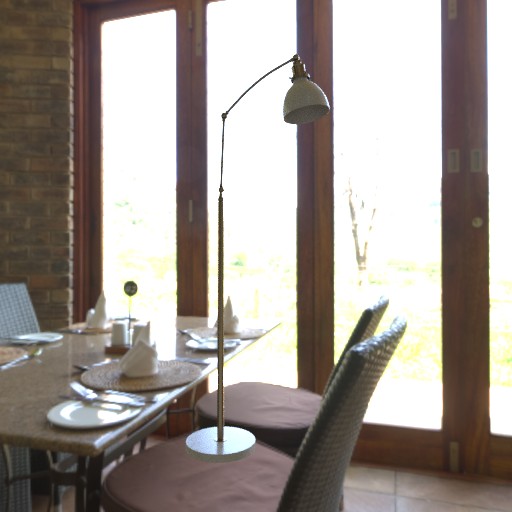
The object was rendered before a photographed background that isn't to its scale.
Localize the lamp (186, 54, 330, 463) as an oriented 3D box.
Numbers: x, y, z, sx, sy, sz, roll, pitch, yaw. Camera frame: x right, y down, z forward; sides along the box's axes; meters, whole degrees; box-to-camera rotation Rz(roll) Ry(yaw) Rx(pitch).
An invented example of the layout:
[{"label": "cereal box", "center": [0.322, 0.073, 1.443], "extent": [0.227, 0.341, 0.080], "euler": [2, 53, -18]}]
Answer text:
[{"label": "lamp", "center": [0.000, 0.000, 1.794], "extent": [0.599, 1.586, 0.288], "euler": [0, -1, 20]}]
